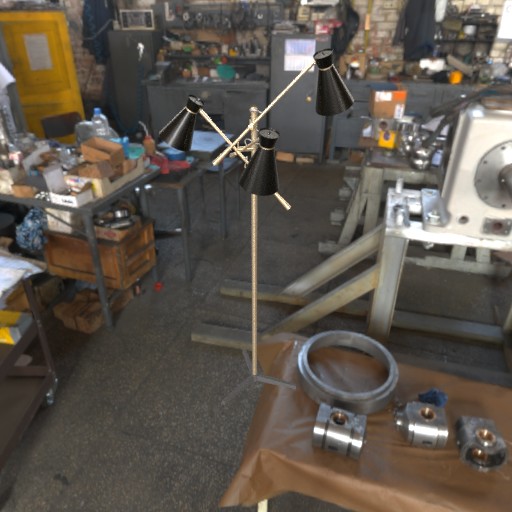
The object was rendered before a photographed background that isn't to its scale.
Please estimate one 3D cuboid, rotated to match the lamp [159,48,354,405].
[{"bbox_3d":[0.000,0.000,2.115,0.750,1.804,0.653,-8,31,-14],"label":"lamp"}]
